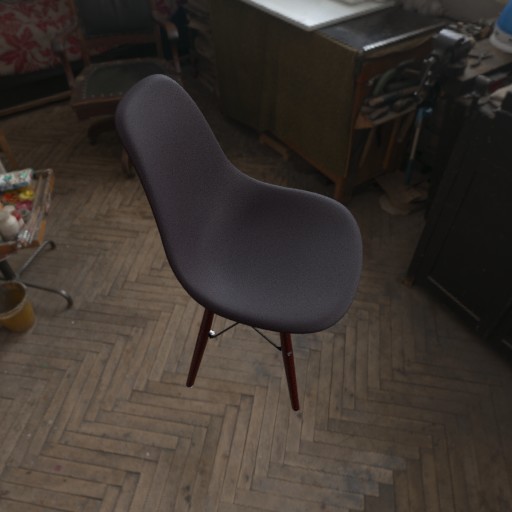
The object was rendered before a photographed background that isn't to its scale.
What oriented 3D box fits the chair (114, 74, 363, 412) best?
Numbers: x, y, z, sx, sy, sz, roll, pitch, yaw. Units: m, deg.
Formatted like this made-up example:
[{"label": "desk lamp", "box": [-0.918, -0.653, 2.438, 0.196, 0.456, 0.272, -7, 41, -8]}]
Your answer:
[{"label": "chair", "box": [0.000, 0.000, 1.143, 0.533, 0.826, 0.470, 12, 49, 10]}]
